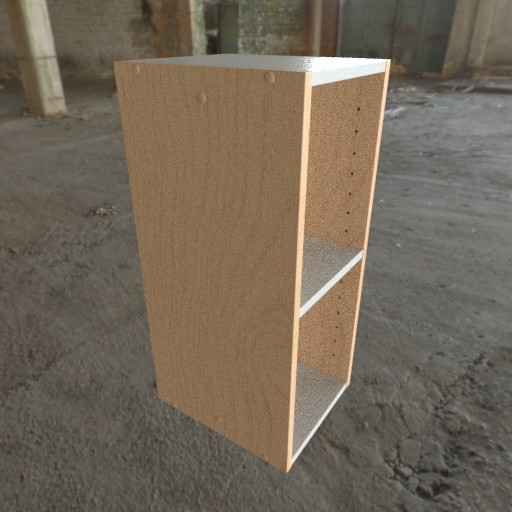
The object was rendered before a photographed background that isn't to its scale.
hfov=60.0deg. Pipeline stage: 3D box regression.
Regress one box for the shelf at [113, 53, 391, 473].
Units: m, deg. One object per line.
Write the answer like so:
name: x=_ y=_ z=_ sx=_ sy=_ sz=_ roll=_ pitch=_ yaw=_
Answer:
shelf: x=0.000 y=0.000 z=0.742 sx=0.290 sy=0.600 sz=0.250 roll=17 pitch=32 yaw=30
